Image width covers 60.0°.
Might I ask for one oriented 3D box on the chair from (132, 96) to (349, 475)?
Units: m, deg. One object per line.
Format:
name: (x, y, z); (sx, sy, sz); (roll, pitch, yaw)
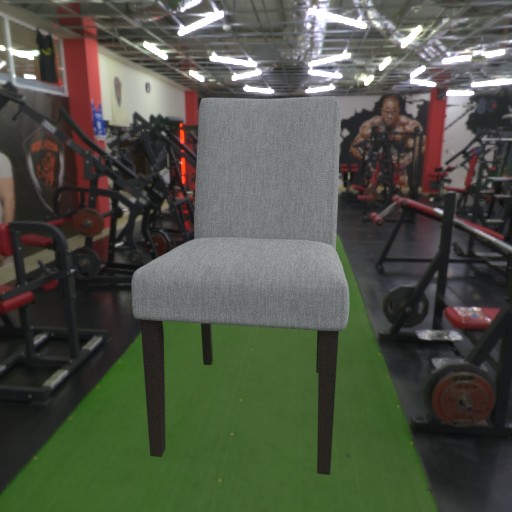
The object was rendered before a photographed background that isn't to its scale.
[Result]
chair: (0.000, 0.000, 1.237); (0.487, 0.884, 0.629); (2, 15, 8)
